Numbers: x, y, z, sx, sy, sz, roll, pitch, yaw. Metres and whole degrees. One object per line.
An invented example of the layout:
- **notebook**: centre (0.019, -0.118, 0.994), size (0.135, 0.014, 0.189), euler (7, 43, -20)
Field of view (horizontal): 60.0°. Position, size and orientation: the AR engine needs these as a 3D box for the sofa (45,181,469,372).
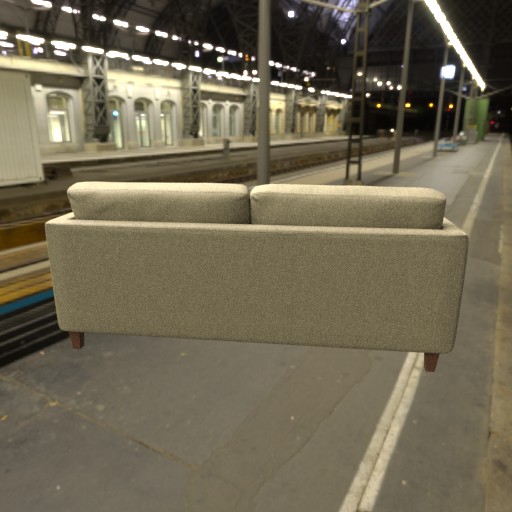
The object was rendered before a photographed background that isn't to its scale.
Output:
- **sofa**: centre (0.000, 0.000, 2.763), size (2.208, 0.960, 0.956), euler (2, 17, 7)
